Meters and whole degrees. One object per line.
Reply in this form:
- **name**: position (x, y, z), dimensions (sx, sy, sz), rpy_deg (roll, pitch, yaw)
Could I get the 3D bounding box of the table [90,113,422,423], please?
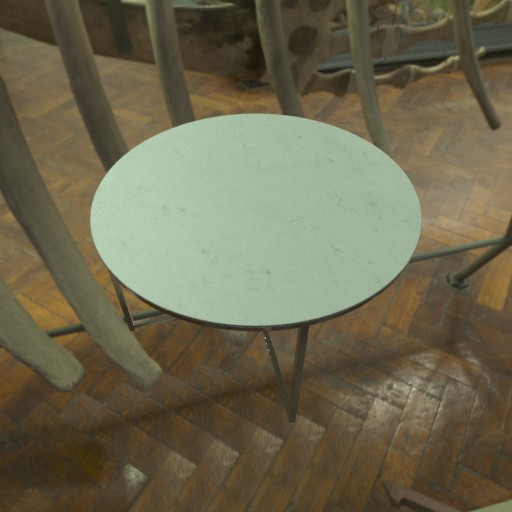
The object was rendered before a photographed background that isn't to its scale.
- **table**: position (0.000, 0.000, 1.263), dimensions (0.800, 0.450, 0.800), rpy_deg (0, 46, 0)
